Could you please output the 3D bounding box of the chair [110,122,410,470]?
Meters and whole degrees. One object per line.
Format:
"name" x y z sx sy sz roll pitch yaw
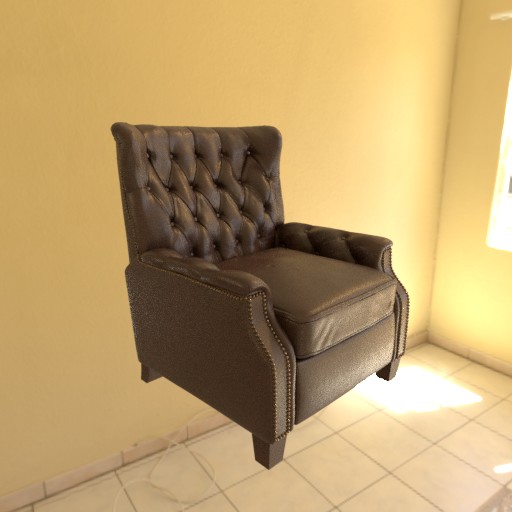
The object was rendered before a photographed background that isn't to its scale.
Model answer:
"chair" 0.000 0.000 1.491 0.709 0.864 0.823 -14 21 -43
